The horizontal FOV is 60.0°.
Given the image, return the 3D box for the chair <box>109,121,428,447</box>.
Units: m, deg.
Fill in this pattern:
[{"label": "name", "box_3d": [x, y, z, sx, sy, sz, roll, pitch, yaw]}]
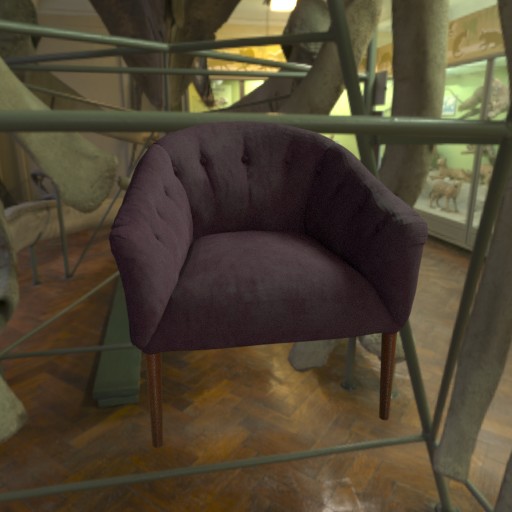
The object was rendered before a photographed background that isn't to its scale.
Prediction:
[{"label": "chair", "box_3d": [0.000, 0.000, 1.516, 0.851, 0.885, 0.776, -3, 17, -10]}]
